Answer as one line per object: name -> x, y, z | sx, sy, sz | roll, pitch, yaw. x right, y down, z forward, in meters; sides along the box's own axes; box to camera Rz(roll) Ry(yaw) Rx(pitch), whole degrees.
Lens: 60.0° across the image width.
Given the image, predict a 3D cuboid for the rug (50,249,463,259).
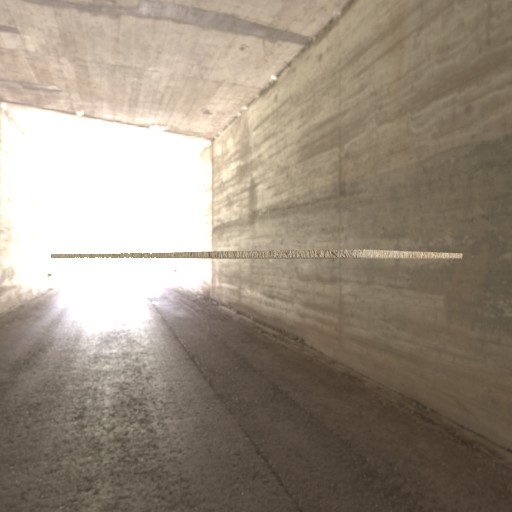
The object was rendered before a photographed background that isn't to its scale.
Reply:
rug -> 0.000, 0.000, 2.128 | 1.600, 0.025, 1.199 | 0, 0, 36
